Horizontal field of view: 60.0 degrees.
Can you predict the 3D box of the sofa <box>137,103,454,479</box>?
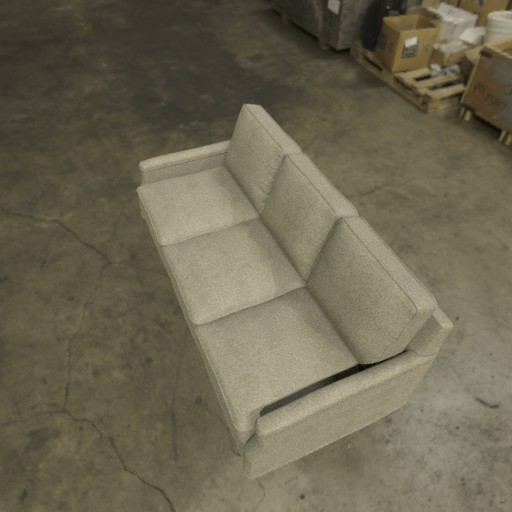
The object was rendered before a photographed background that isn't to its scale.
[{"bbox_3d":[0.000,0.000,2.834,1.084,1.003,2.246,-18,49,-16],"label":"sofa"}]
